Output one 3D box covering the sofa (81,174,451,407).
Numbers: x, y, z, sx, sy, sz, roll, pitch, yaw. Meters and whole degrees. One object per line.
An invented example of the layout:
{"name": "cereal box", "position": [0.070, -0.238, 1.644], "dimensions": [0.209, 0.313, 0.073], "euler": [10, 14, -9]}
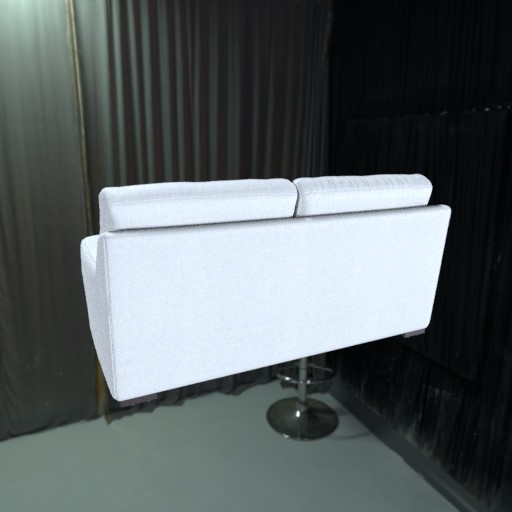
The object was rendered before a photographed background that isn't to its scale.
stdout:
{"name": "sofa", "position": [0.000, 0.000, 2.560], "dimensions": [1.880, 0.940, 1.143], "euler": [-7, 16, -25]}
